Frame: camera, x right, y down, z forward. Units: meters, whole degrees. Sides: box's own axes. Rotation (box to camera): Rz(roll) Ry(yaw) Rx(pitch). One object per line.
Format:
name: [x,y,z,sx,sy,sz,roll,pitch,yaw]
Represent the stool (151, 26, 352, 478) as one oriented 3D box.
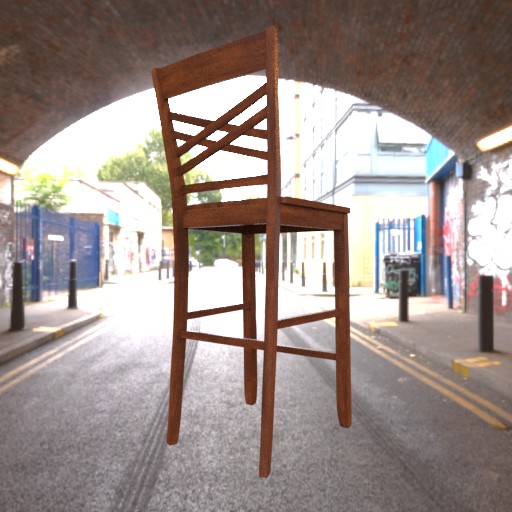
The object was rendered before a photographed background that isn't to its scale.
stool: [0.000,0.000,1.369,0.433,1.105,0.487,0,0,35]
